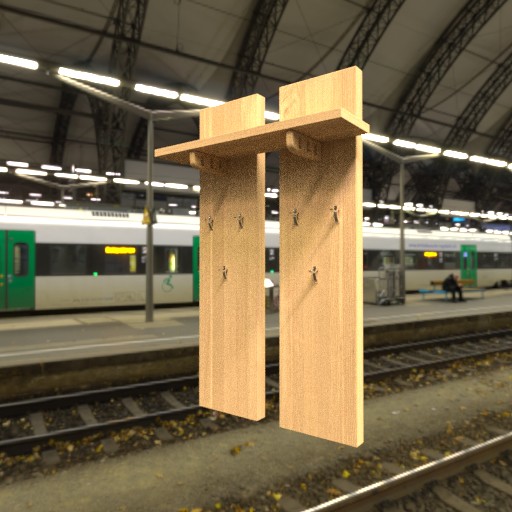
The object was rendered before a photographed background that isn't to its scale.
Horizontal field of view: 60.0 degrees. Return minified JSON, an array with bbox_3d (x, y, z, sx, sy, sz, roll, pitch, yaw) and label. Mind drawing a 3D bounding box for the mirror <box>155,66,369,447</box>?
[{"bbox_3d":[0.000,0.000,1.601,0.800,1.250,0.260,-1,-1,37],"label":"mirror"}]
